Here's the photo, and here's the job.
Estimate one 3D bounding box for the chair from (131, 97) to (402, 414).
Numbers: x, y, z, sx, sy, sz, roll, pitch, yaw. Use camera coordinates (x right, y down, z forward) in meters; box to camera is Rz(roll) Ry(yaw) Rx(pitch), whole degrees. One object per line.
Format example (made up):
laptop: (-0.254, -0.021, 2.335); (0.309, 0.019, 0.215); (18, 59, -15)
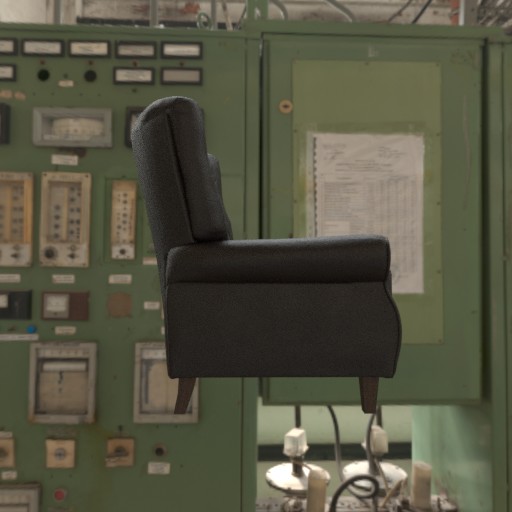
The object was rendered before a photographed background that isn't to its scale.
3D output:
chair: (0.000, 0.000, 1.963); (1.058, 1.158, 0.948); (0, -1, -1)
